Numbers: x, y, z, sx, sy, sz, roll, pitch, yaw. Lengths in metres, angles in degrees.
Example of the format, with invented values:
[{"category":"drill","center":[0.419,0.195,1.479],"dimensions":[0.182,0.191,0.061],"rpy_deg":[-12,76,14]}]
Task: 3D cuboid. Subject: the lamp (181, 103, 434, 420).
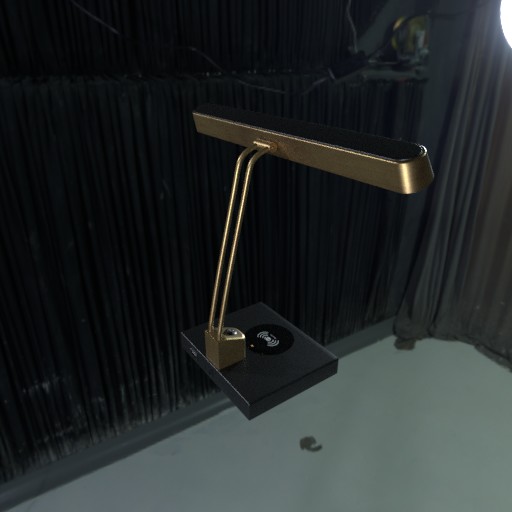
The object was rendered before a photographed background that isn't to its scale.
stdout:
[{"category":"lamp","center":[0.000,0.000,0.587],"dimensions":[0.156,0.345,0.412],"rpy_deg":[-17,31,-31]}]
